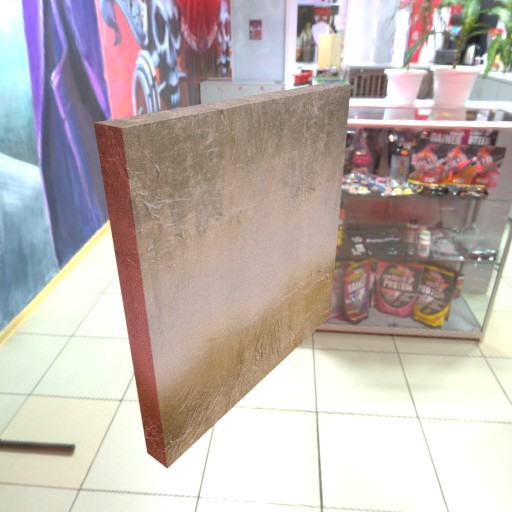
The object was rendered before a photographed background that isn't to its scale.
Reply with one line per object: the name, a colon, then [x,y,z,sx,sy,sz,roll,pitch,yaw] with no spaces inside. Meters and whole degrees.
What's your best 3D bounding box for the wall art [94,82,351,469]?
wall art: [0.000,0.000,0.602,0.038,0.407,0.405,19,33,33]
